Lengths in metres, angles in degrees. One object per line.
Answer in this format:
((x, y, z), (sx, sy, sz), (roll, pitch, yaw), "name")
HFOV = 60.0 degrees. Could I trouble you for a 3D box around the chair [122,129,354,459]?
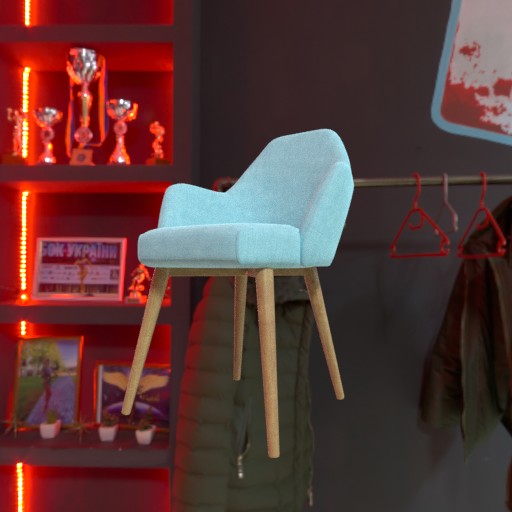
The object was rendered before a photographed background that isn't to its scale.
((0.000, 0.000, 1.267), (0.590, 0.840, 0.610), (-1, -1, 34), "chair")
